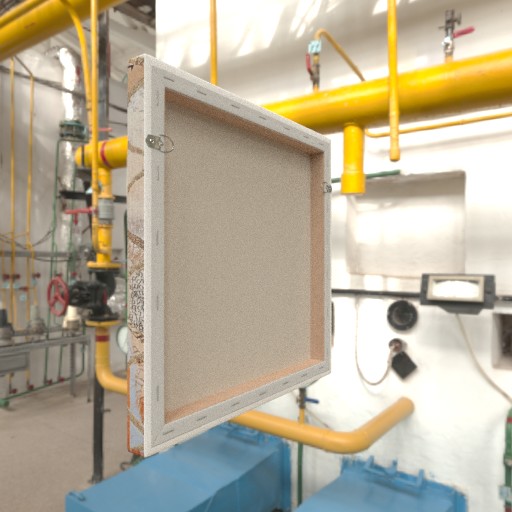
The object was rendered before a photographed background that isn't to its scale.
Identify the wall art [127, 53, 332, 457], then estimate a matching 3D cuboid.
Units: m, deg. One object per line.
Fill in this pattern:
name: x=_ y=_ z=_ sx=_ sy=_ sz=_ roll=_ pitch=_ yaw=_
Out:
wall art: x=0.000 y=0.000 z=0.764 sx=0.038 sy=0.508 sz=0.507 roll=0 pitch=0 yaw=37
